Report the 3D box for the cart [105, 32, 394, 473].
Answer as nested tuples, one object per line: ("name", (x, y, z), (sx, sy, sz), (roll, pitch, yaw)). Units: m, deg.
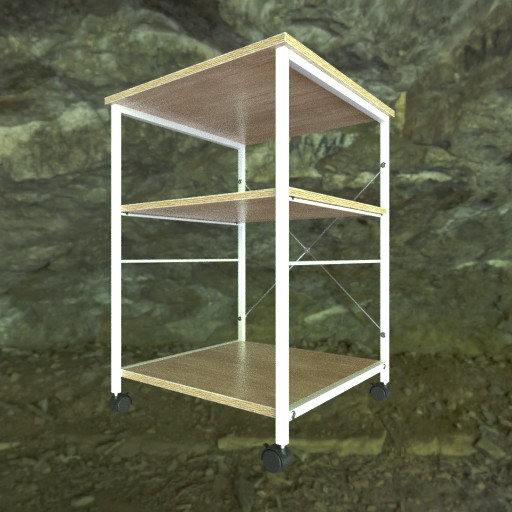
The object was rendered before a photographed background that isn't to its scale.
("cart", (0.000, 0.000, 1.118), (0.521, 0.762, 0.520), (0, 0, 37))
